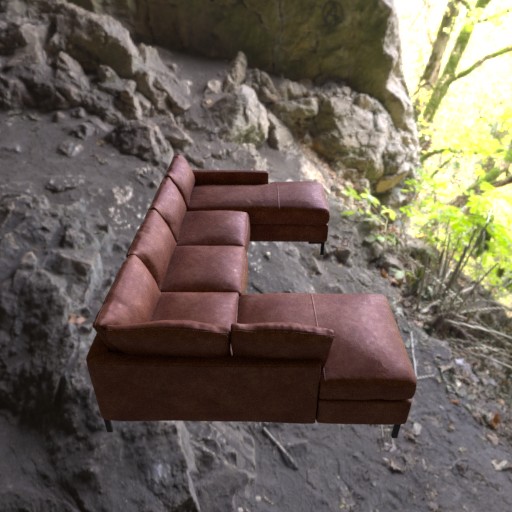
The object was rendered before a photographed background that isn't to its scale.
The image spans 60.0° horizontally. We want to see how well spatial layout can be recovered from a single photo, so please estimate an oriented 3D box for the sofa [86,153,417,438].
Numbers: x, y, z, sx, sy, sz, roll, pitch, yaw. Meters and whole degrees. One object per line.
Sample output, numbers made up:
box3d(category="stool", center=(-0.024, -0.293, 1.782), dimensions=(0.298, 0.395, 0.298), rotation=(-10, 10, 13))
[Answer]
box3d(category="sofa", center=(0.000, 0.000, 3.839), dimensions=(1.939, 0.900, 2.956), rotation=(0, 33, 1))
